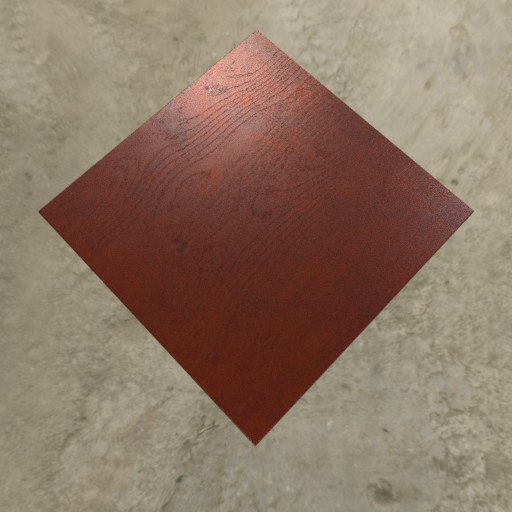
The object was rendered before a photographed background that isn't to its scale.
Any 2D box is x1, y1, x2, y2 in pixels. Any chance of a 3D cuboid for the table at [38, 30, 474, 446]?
[{"bbox_3d":[0.000,0.000,0.986,0.523,0.558,0.522,-41,79,-10],"label":"table"}]
